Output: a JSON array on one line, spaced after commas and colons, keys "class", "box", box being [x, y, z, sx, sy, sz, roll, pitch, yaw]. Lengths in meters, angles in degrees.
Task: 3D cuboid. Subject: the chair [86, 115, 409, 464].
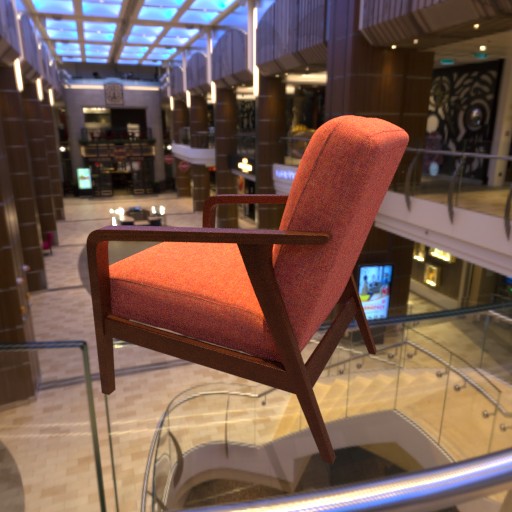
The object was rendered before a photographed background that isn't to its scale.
[{"class": "chair", "box": [0.000, 0.000, 1.489, 0.860, 0.890, 0.719, 7, 18, 23]}]
